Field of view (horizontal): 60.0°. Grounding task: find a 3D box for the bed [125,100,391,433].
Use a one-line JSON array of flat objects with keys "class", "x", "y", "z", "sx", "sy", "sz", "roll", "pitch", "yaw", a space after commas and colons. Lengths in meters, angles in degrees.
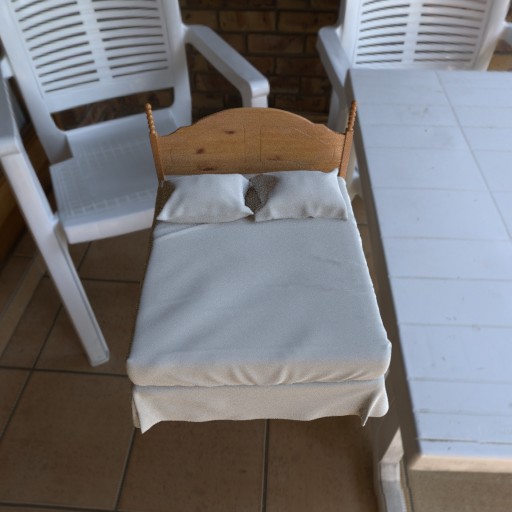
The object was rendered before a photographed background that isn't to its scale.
[{"class": "bed", "x": 0.000, "y": 0.000, "z": 3.241, "sx": 1.873, "sy": 1.356, "sz": 2.040, "roll": -1, "pitch": 47, "yaw": -1}]
